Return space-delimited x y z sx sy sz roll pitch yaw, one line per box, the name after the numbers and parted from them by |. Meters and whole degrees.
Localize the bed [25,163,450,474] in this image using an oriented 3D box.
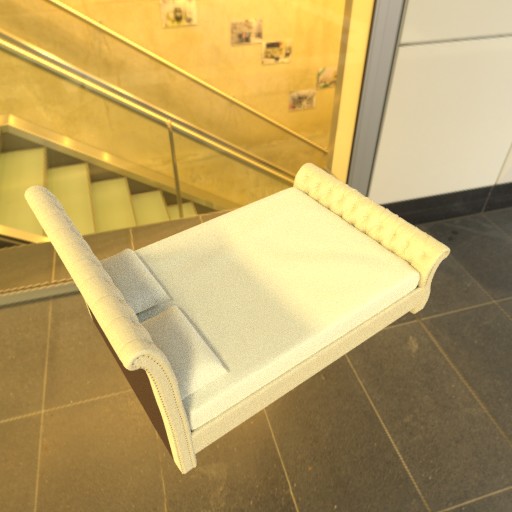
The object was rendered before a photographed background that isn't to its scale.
0.000 0.000 3.269 2.493 1.268 1.606 -25 47 -26 | bed
